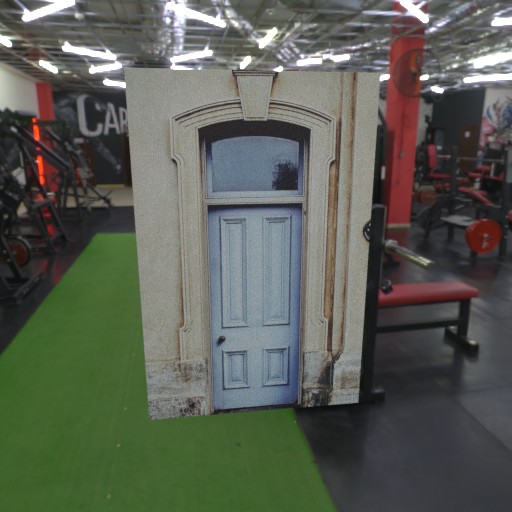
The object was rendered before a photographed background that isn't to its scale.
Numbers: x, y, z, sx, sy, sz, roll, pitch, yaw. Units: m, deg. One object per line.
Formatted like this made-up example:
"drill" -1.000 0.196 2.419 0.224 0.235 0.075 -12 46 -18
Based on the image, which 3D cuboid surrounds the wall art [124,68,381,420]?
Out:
"wall art" 0.000 0.000 0.987 0.508 0.764 0.038 -2 15 -8
